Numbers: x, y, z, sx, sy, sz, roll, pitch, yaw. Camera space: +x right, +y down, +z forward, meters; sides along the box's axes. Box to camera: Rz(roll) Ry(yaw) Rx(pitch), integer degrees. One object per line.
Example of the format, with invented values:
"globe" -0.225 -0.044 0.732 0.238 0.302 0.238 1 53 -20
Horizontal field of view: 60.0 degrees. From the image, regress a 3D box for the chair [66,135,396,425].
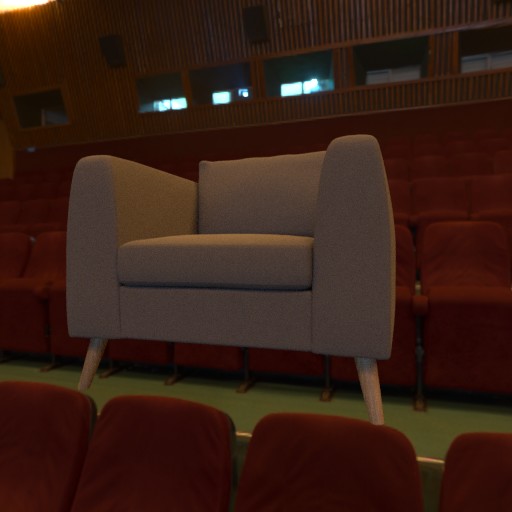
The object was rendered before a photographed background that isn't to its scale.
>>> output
"chair" 0.000 0.000 1.671 1.000 0.860 0.930 0 1 18
